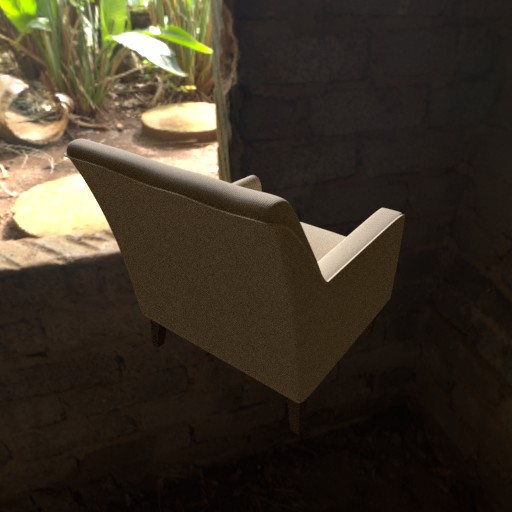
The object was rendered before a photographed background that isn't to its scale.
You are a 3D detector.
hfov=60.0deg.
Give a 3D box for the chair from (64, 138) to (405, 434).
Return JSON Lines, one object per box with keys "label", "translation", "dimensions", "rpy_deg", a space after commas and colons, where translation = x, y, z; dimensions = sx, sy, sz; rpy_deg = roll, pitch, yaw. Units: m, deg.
{"label": "chair", "translation": [0.000, 0.000, 1.628], "dimensions": [0.780, 0.919, 0.899], "rpy_deg": [21, 37, 31]}
